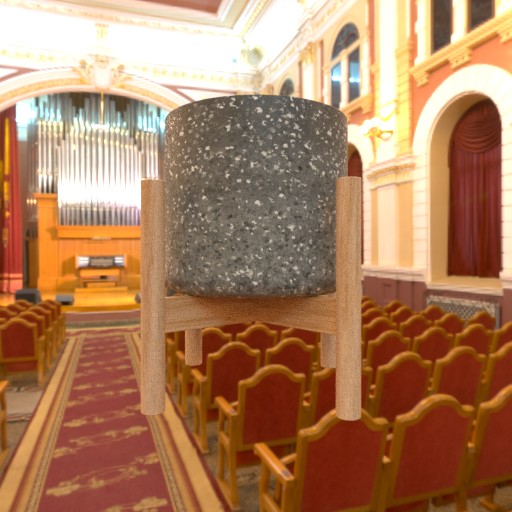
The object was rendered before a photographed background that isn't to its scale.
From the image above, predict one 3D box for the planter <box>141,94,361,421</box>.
[{"bbox_3d":[0.000,0.000,0.549,0.284,0.320,0.284,0,0,-18],"label":"planter"}]
